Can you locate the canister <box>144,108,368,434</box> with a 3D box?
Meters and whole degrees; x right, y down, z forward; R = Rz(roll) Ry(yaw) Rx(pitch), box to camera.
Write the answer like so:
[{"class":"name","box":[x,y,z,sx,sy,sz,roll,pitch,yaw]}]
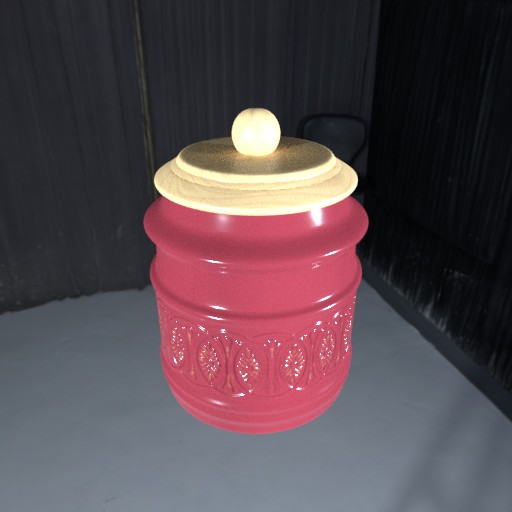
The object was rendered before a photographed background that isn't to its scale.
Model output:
[{"class":"canister","box":[0.000,0.000,0.276,0.130,0.176,0.130,0,28,0]}]
